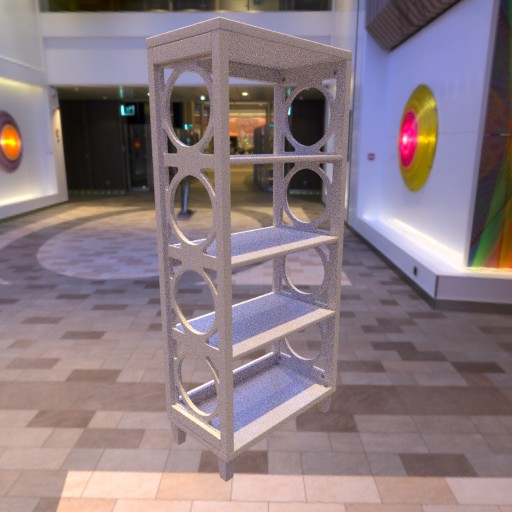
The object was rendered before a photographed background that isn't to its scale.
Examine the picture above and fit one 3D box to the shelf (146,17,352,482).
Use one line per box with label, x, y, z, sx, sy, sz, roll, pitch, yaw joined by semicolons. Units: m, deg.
shelf;0.000;0.000;1.613;0.340;1.411;0.611;13;19;43
